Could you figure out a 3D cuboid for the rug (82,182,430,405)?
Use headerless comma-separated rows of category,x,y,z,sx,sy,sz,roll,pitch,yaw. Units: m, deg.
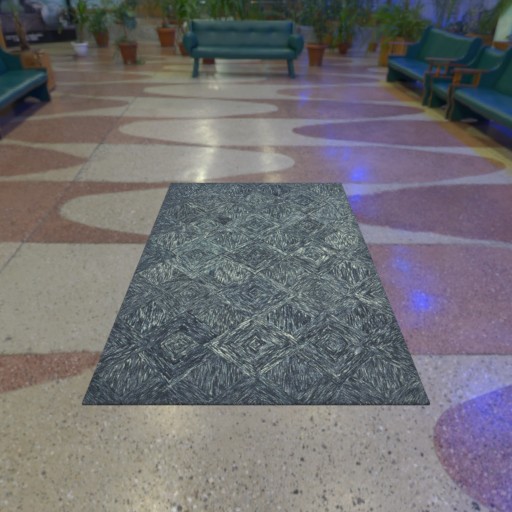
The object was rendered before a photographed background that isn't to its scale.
rug,0.000,0.000,2.855,1.478,0.017,2.330,0,33,0
